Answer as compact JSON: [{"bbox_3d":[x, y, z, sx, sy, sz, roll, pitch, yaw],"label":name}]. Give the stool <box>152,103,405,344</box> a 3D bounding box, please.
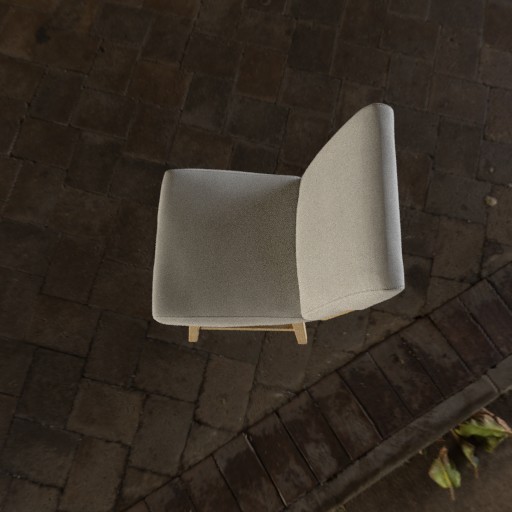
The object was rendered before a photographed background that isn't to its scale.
[{"bbox_3d":[0.000,0.000,1.312,0.543,1.015,0.446,1,75,0],"label":"stool"}]
